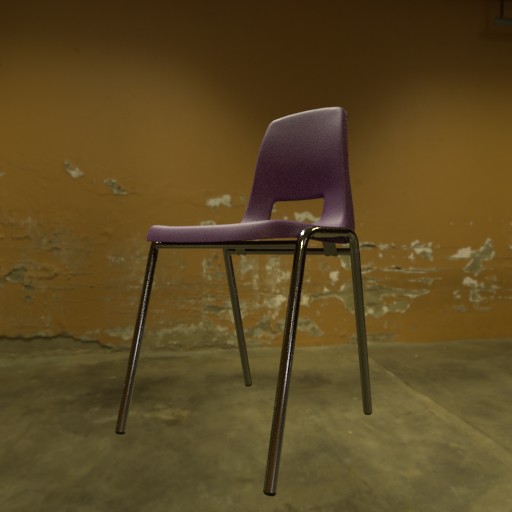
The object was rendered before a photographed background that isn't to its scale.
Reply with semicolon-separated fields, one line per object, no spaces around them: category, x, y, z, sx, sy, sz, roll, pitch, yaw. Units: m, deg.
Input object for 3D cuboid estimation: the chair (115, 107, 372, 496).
chair;0.000;0.000;0.926;0.381;0.704;0.432;1;1;37
